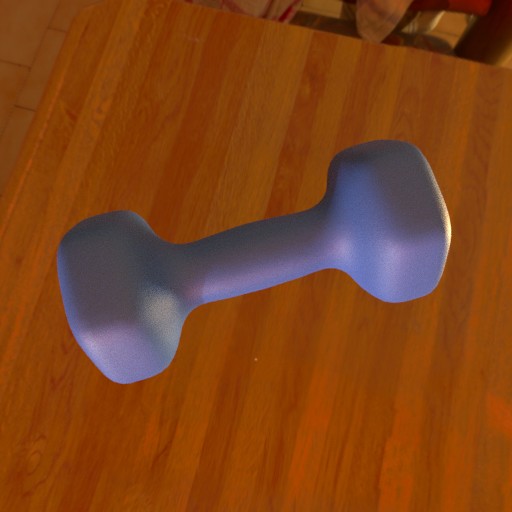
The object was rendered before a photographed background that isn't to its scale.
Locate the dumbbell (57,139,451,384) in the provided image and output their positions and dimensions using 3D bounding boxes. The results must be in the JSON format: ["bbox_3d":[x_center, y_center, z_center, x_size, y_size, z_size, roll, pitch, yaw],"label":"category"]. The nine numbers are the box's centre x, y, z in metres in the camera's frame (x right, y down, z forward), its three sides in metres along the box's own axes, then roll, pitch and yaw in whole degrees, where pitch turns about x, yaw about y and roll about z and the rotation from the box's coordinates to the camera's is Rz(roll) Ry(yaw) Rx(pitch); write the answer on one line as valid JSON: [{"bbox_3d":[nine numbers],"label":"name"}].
[{"bbox_3d":[0.000,0.000,0.264,0.212,0.093,0.103,-15,77,-4],"label":"dumbbell"}]
